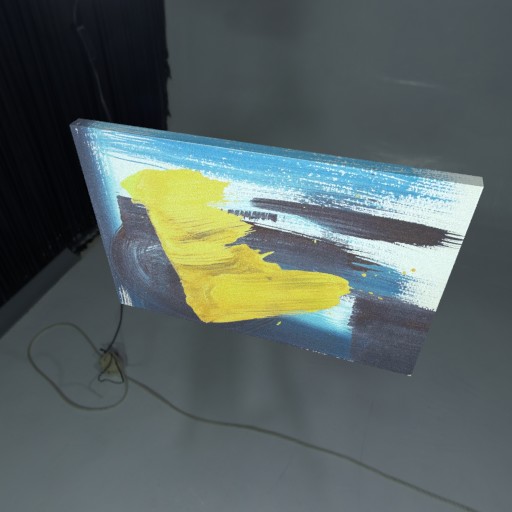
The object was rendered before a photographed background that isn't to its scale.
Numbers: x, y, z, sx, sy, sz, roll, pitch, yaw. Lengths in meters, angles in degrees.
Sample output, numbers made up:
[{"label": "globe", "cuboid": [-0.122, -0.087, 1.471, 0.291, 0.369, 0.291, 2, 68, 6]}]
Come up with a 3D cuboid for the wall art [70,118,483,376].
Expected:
[{"label": "wall art", "cuboid": [0.000, 0.000, 1.153, 0.914, 0.610, 0.039, 12, 42, 13]}]
